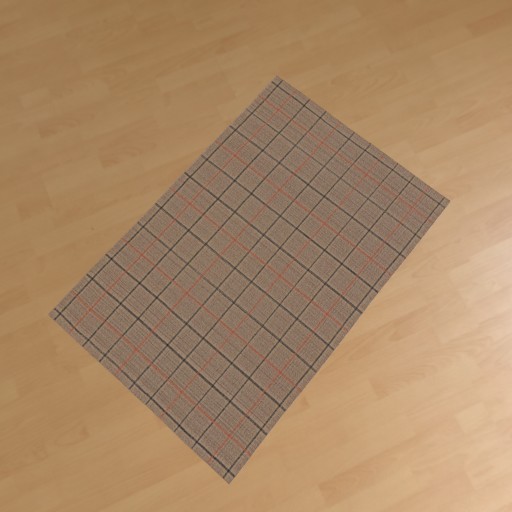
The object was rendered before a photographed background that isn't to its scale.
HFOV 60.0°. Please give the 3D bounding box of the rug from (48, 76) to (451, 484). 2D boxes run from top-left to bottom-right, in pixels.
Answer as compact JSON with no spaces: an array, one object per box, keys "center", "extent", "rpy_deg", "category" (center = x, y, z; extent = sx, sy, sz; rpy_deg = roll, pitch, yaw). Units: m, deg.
[{"center":[0.000,0.000,2.323],"extent":[1.220,0.013,1.829],"rpy_deg":[39,79,9],"category":"rug"}]
